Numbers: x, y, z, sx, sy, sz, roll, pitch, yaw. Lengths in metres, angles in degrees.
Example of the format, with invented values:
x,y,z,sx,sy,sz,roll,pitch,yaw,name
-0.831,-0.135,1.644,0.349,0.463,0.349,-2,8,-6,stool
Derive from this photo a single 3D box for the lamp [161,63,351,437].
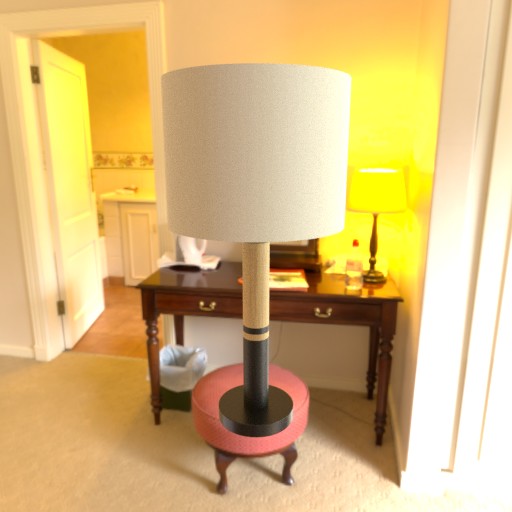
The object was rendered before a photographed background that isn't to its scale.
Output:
x,y,z,sx,sy,sz,roll,pitch,yaw,name
0.000,0.000,0.794,0.305,0.640,0.305,-7,15,-26,lamp
